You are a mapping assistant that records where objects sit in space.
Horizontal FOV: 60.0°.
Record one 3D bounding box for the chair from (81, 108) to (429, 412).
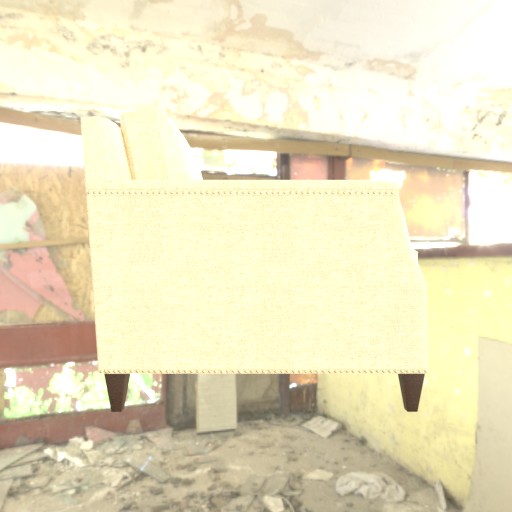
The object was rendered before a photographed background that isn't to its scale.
[{"bbox_3d":[0.000,0.000,1.715,1.041,0.940,0.838,0,-1,0],"label":"chair"}]
